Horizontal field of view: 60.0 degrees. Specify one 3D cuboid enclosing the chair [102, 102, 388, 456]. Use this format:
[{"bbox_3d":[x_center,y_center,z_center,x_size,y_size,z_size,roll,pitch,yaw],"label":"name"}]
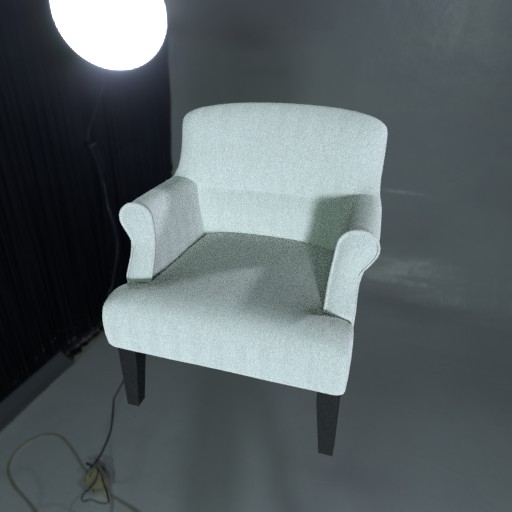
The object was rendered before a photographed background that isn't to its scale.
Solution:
[{"bbox_3d":[0.000,0.000,1.470,0.781,0.875,0.750,8,28,15],"label":"chair"}]
